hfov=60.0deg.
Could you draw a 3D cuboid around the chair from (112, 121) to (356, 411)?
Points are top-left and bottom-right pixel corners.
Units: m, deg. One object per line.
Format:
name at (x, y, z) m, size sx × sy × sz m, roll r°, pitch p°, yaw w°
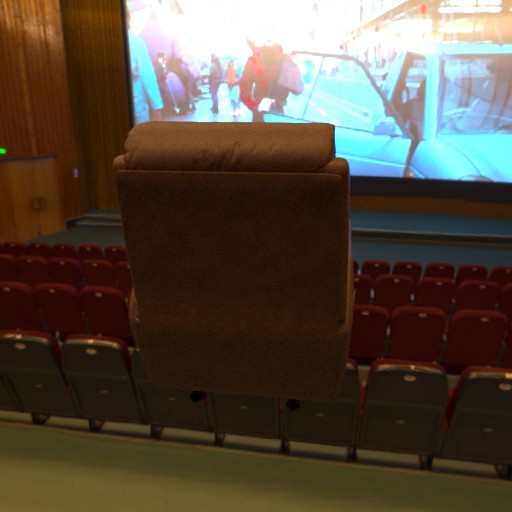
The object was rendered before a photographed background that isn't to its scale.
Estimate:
chair at (0.000, 0.000, 1.829) m, size 0.865 × 1.067 × 1.067 m, roll 2°, pitch 17°, yaw 8°
